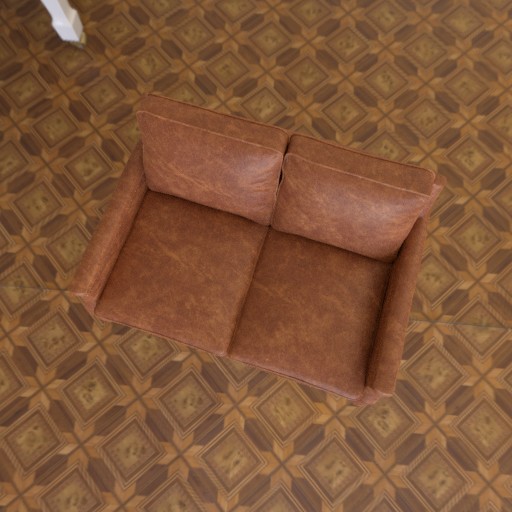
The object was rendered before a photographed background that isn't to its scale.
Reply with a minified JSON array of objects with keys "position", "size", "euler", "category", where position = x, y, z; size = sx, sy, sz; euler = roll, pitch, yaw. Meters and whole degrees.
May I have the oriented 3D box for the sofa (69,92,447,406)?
[{"position":[0.000,0.000,2.285],"size":[1.597,1.003,1.084],"euler":[17,74,5],"category":"sofa"}]
